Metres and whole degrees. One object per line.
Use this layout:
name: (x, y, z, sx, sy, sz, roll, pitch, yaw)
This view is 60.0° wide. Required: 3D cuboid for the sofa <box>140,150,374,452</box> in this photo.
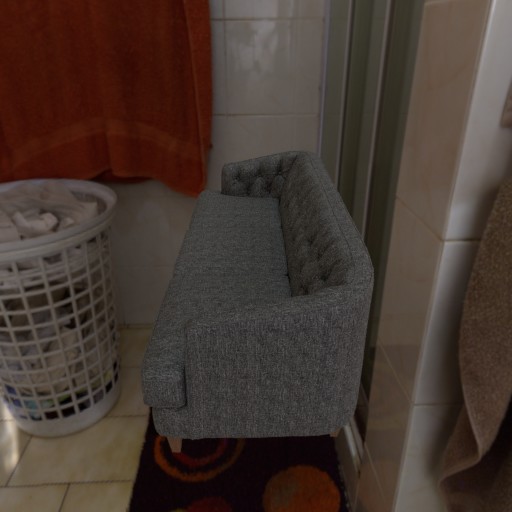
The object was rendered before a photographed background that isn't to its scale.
sofa: (0.000, 0.000, 2.712, 0.941, 0.855, 2.278, 0, 27, 0)
